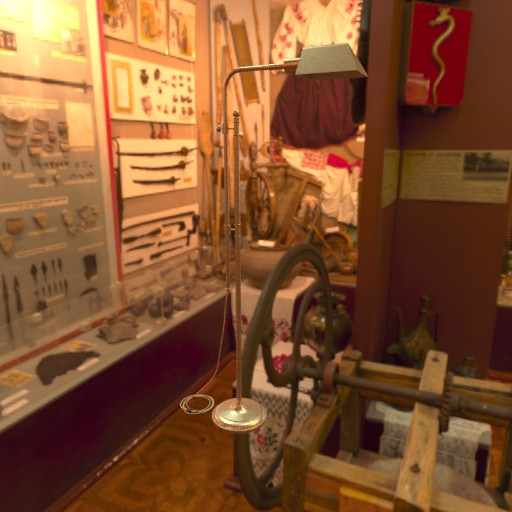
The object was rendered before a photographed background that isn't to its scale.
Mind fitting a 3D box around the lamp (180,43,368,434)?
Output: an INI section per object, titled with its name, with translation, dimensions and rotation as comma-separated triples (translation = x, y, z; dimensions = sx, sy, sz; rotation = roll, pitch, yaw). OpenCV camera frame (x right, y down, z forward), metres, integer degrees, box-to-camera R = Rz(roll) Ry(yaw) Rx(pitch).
[lamp]
translation = 0.000, 0.000, 1.849
dimensions = 0.813, 1.571, 0.256
rotation = 7, 16, 26
